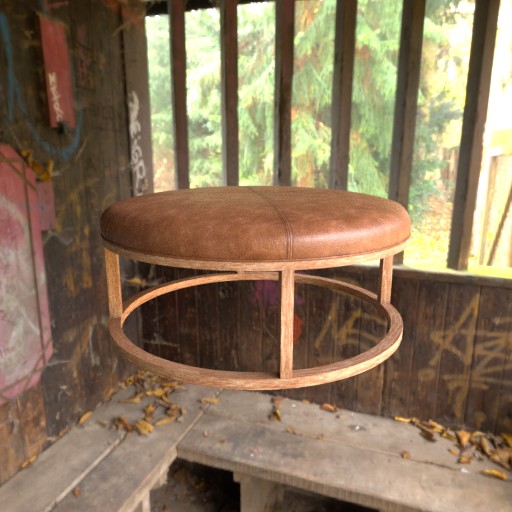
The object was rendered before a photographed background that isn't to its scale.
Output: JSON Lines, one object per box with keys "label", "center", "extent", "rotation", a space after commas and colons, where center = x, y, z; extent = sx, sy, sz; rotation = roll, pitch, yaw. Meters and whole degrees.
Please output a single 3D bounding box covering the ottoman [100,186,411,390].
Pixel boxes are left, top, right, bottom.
{"label": "ottoman", "center": [0.000, 0.000, 1.532], "extent": [1.006, 0.445, 1.006], "rotation": [0, 14, 0]}
